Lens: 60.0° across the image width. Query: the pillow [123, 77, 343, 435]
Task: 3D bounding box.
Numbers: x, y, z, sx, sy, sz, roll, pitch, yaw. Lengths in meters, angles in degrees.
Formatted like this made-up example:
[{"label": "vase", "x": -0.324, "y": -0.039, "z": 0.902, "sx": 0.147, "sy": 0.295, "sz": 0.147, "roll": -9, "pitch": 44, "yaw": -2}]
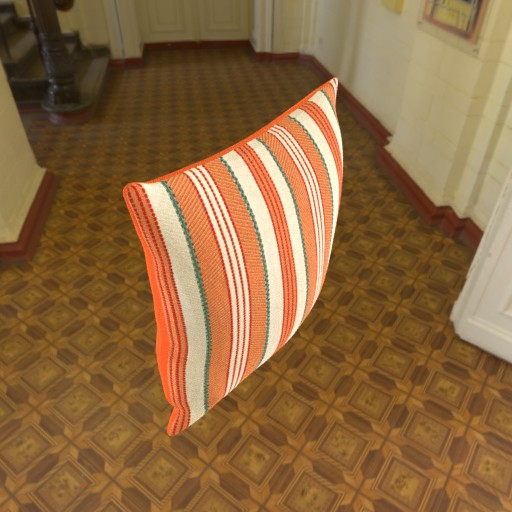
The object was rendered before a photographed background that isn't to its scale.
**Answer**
[{"label": "pillow", "x": 0.000, "y": 0.000, "z": 0.683, "sx": 0.182, "sy": 0.441, "sz": 0.440, "roll": 24, "pitch": 45, "yaw": 27}]
